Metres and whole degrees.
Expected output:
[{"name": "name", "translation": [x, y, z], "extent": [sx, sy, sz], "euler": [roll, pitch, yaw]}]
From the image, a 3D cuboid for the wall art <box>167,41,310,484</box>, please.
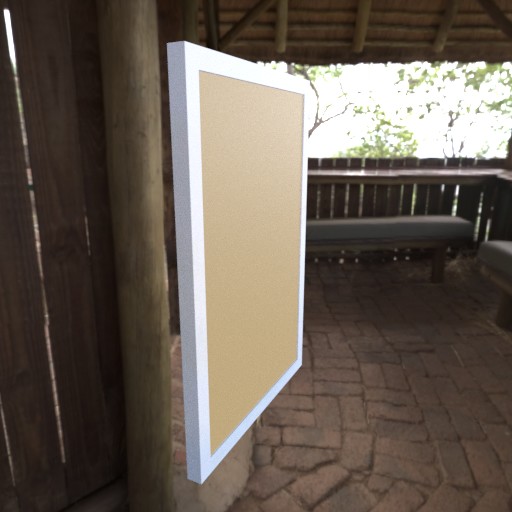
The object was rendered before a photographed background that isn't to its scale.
[{"name": "wall art", "translation": [0.000, 0.000, 1.151], "extent": [0.039, 0.915, 0.612], "euler": [8, 17, 26]}]
